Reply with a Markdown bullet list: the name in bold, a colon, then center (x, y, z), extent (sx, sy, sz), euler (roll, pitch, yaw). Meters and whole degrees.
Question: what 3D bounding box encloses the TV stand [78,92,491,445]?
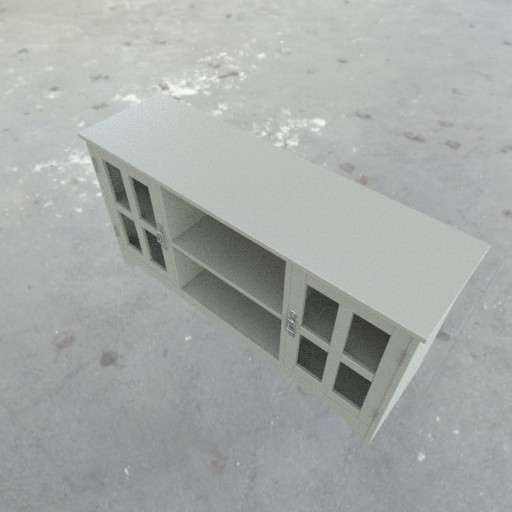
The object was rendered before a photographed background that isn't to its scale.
- **TV stand**: center (0.000, 0.000, 1.437), extent (1.167, 0.603, 0.344), euler (32, 55, 26)
